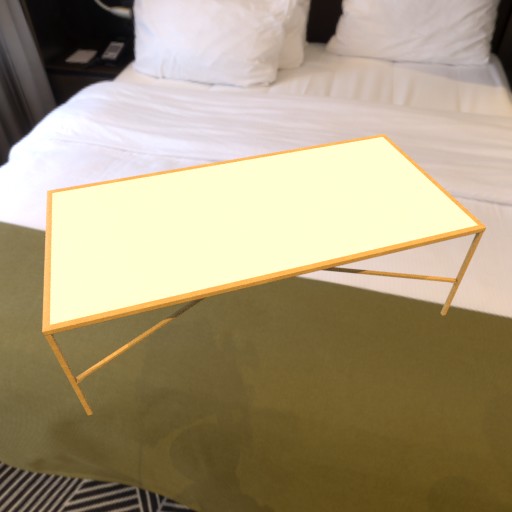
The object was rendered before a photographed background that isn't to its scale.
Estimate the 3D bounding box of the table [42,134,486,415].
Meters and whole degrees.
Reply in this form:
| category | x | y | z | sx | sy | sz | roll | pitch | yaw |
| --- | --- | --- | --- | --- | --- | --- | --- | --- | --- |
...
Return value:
| category | x | y | z | sx | sy | sz | roll | pitch | yaw |
| --- | --- | --- | --- | --- | --- | --- | --- | --- | --- |
| table | 0.000 | 0.000 | 1.477 | 1.206 | 0.398 | 0.580 | -13 | 45 | -13 |
